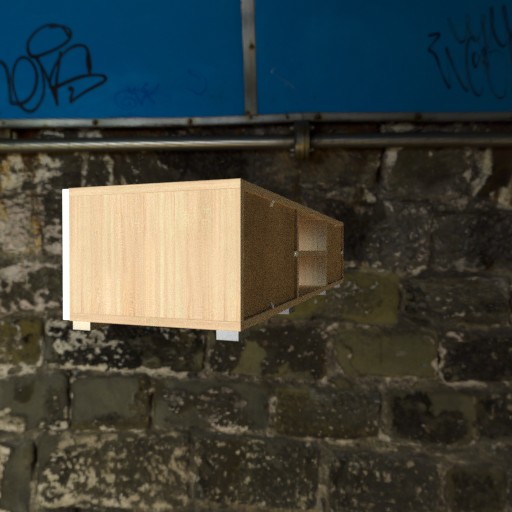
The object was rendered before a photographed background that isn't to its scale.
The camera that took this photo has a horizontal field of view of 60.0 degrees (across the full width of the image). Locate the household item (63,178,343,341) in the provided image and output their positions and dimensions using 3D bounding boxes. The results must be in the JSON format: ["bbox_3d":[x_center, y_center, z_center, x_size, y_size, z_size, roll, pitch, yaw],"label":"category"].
[{"bbox_3d":[0.000,0.000,1.569,0.420,0.310,1.400,0,1,19],"label":"household item"}]
